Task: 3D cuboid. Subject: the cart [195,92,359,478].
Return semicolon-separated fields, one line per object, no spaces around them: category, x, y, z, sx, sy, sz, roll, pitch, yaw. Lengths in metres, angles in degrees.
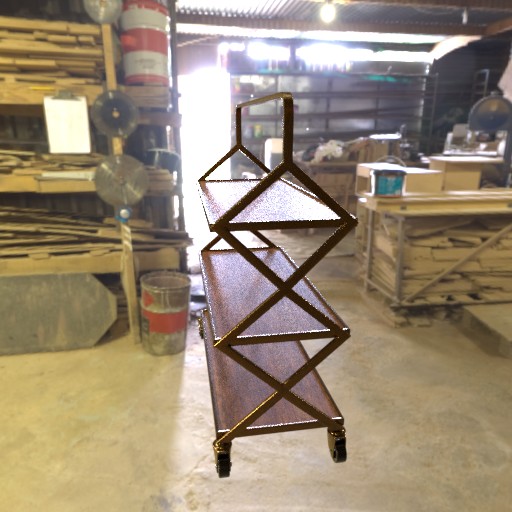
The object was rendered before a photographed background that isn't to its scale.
cart;0.000;0.000;1.210;0.313;0.805;0.723;-3;17;-9
